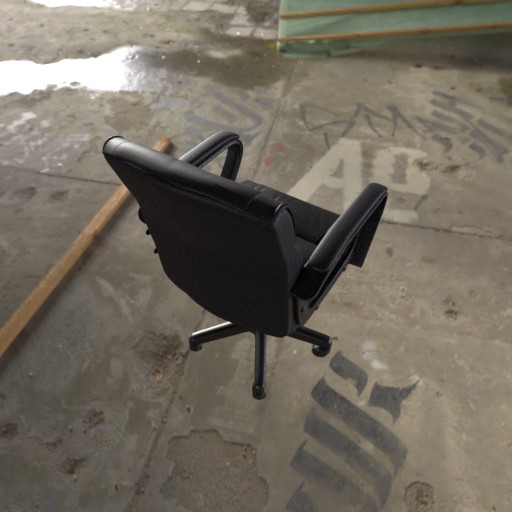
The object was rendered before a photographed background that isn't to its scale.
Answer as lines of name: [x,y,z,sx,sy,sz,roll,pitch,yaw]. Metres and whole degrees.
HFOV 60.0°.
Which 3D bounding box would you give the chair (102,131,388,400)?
chair: [0.000,0.000,1.367,0.576,0.998,0.641,25,52,22]
